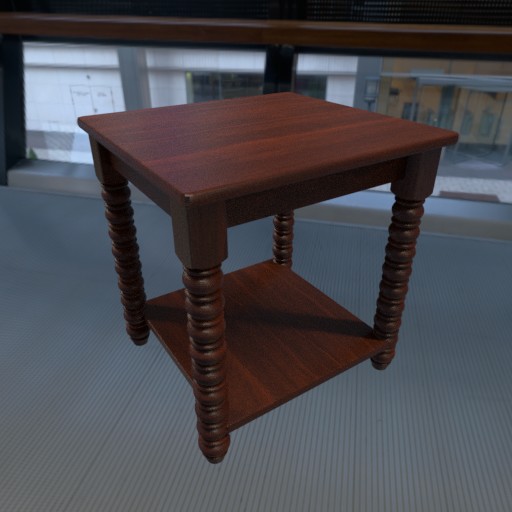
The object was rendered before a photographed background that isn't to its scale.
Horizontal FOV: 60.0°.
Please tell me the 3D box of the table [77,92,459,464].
[{"bbox_3d":[0.000,0.000,0.968,0.533,0.567,0.500,-18,34,-29],"label":"table"}]
